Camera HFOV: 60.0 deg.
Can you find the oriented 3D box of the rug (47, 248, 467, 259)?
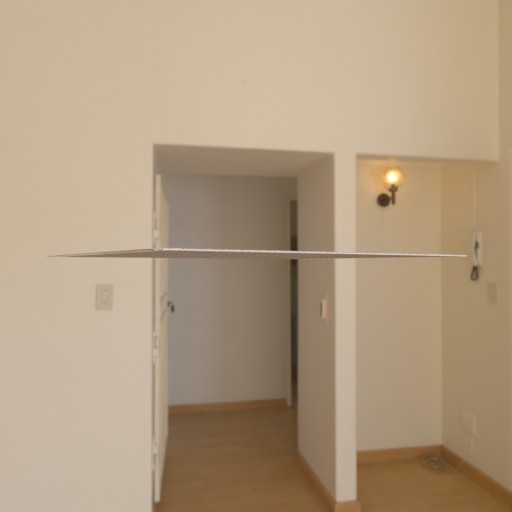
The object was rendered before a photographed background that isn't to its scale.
[{"bbox_3d":[0.000,0.000,3.829,2.910,0.013,2.256,1,-1,-36],"label":"rug"}]
